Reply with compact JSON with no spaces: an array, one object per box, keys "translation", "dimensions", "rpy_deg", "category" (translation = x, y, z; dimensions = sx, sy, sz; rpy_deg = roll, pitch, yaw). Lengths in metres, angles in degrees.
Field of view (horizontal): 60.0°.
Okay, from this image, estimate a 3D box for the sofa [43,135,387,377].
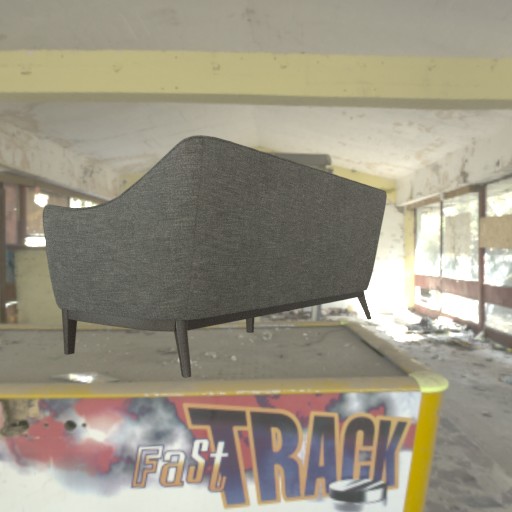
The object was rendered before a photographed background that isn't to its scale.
[{"translation":[0.000,0.000,2.380],"dimensions":[0.867,0.829,1.928],"rpy_deg":[0,0,36],"category":"sofa"}]
